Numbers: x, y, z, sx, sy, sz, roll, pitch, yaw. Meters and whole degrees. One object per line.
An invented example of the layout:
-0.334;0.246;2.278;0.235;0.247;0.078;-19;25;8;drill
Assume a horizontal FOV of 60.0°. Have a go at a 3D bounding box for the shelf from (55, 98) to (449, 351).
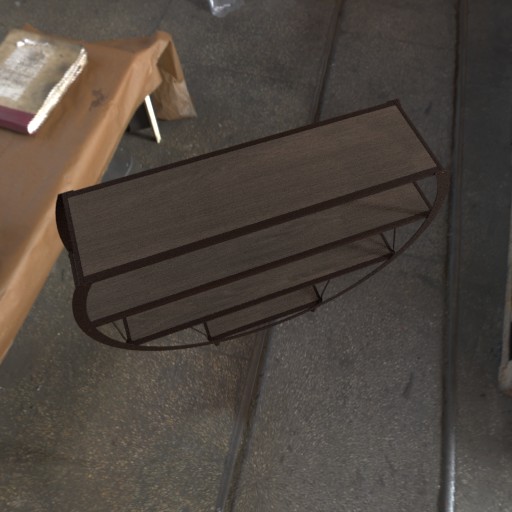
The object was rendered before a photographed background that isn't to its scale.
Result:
0.000;0.000;1.902;1.403;1.063;0.344;-18;65;-9;shelf
